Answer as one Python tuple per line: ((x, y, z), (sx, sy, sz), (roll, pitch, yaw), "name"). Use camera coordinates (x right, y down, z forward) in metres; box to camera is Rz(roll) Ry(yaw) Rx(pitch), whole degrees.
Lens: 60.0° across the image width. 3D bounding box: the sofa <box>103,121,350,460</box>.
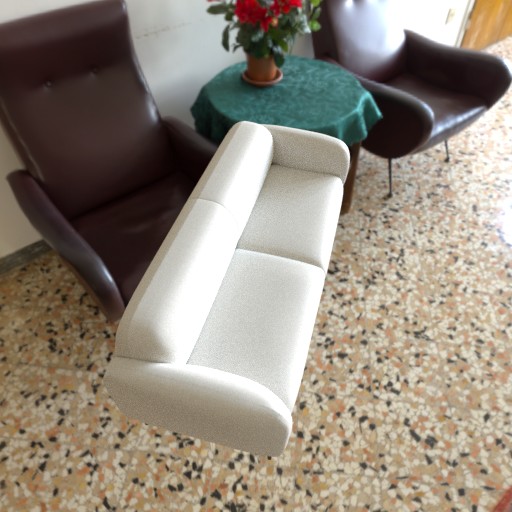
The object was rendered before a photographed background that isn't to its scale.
((0.000, 0.000, 2.728), (0.880, 0.780, 2.257), (11, 48, 10), "sofa")
